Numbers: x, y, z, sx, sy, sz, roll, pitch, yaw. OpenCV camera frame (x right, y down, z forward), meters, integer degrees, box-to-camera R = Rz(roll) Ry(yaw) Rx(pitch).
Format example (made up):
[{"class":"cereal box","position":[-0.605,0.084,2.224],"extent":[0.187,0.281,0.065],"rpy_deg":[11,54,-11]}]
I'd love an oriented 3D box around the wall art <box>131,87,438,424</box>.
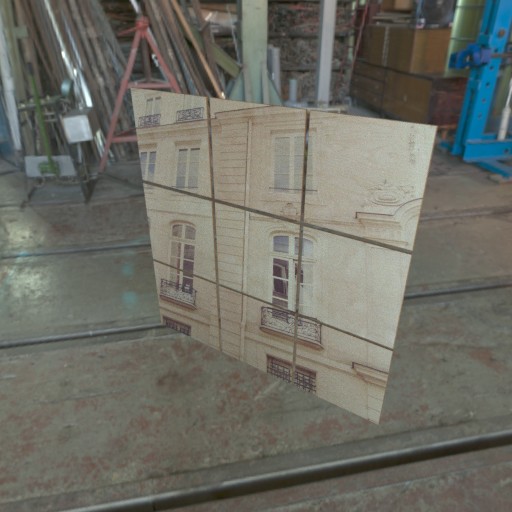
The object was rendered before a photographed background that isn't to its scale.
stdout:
[{"class":"wall art","position":[0.000,0.000,2.292],"extent":[1.526,1.522,0.023],"rpy_deg":[18,34,29]}]
